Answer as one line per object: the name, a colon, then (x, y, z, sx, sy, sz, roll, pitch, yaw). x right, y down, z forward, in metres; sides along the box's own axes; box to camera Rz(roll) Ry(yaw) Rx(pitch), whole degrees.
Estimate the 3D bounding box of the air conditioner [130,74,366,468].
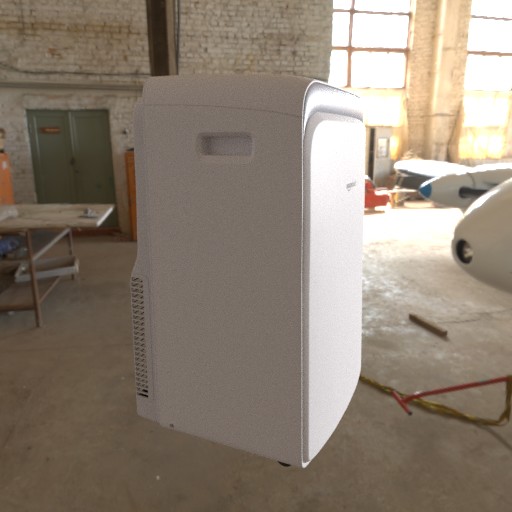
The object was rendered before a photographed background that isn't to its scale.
air conditioner: (0.000, 0.000, 1.038, 0.467, 0.765, 0.478, 7, 16, 25)
